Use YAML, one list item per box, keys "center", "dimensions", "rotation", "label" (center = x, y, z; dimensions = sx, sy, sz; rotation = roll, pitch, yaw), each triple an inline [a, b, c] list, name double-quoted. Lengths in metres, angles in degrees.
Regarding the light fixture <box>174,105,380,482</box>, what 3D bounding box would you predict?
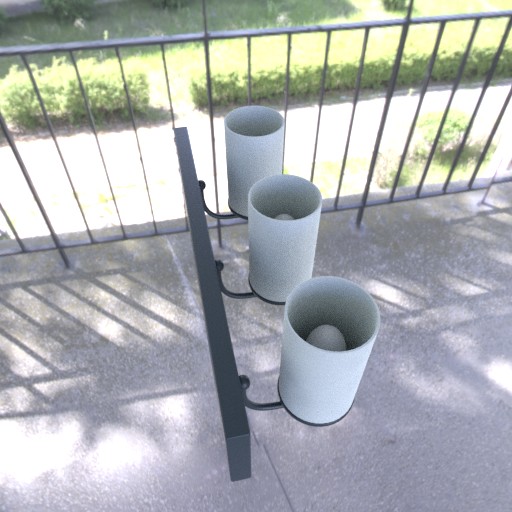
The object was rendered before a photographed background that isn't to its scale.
- center: [0.000, 0.000, 0.531]
  dimensions: [0.145, 0.172, 0.451]
  rotation: [-9, 48, -8]
  label: "light fixture"
